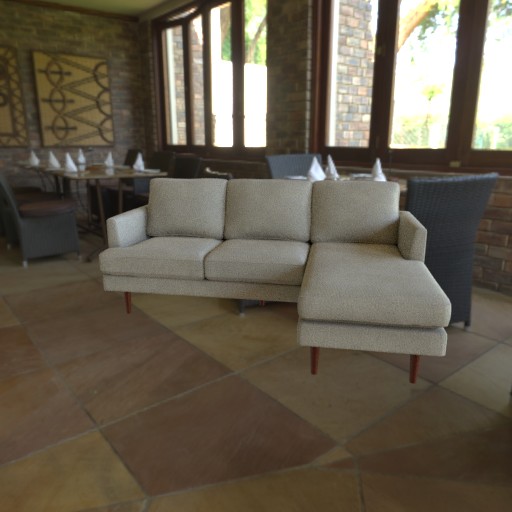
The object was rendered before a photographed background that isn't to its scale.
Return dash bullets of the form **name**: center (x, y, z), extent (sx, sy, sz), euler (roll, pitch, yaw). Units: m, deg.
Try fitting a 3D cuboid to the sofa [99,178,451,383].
- **sofa**: center (0.000, 0.000, 3.063), extent (2.233, 0.956, 1.504), euler (3, 15, 10)
